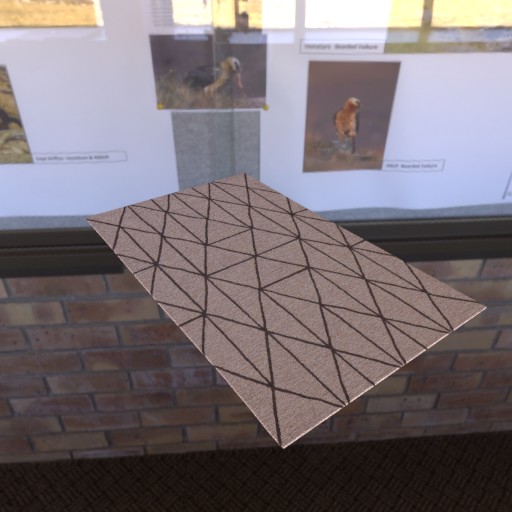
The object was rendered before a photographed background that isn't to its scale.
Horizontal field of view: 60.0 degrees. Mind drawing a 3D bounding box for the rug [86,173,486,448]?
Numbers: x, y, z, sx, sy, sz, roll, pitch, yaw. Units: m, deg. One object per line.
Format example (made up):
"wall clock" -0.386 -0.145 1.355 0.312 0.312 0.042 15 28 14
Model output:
"rug" 0.000 0.000 3.032 1.526 0.008 2.465 -22 39 -30
